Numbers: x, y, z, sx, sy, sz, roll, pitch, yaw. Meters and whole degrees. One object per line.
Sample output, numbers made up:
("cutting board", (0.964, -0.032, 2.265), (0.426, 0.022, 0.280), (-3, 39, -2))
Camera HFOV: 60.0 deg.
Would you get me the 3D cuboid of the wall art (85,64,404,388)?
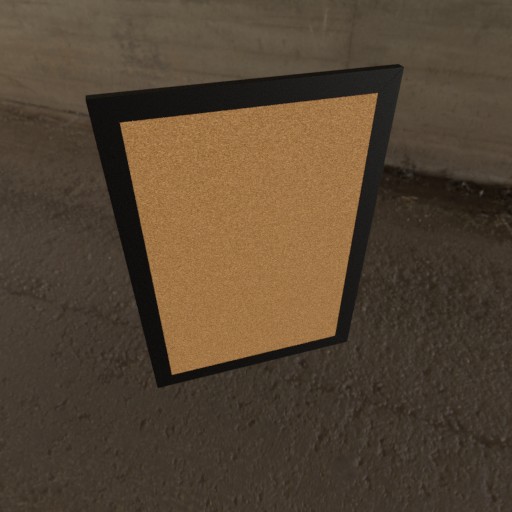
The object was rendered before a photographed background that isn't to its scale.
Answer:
("wall art", (0.000, 0.000, 0.589), (0.326, 0.459, 0.011), (-11, 41, -12))
